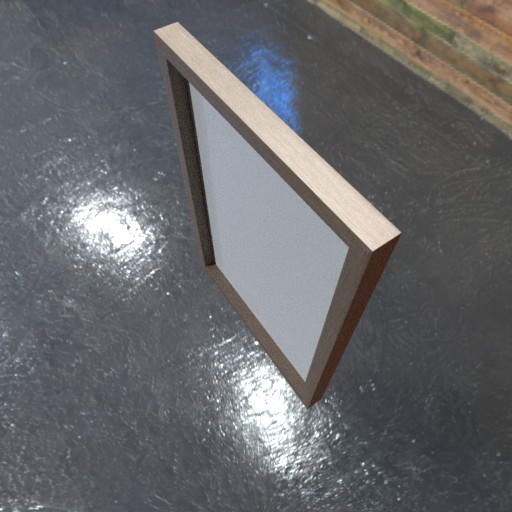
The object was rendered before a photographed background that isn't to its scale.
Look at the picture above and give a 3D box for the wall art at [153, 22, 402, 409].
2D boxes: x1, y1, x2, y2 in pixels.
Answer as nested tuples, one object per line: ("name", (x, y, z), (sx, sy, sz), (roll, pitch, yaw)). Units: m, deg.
("wall art", (0.000, 0.000, 0.639), (0.032, 0.510, 0.358), (-31, 63, -18))
